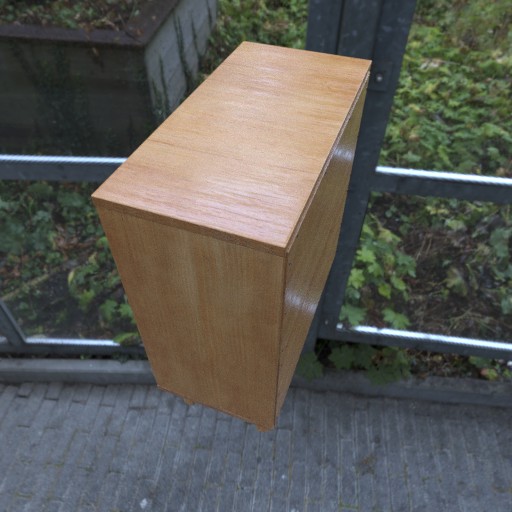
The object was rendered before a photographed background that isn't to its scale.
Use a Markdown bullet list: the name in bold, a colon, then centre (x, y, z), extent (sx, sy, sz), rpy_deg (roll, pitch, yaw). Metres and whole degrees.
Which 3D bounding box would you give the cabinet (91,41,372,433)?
- **cabinet**: centre (0.000, 0.000, 1.434), extent (0.419, 1.001, 0.800), rpy_deg (15, 49, 14)
